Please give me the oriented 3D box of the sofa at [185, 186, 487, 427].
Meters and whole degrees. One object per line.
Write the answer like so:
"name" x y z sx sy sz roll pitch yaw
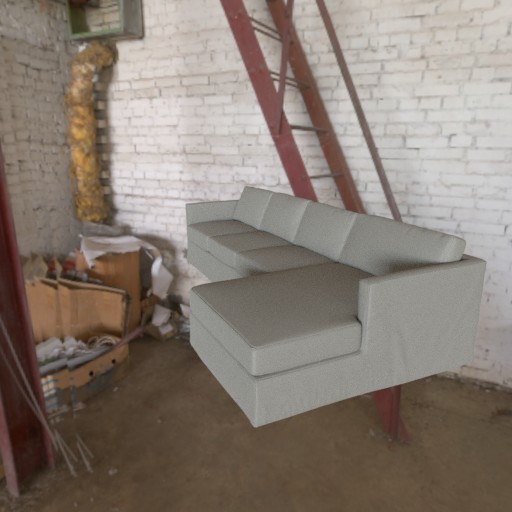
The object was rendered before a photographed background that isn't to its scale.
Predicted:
"sofa" 0.000 0.000 3.801 1.622 0.867 3.177 -7 17 -26
